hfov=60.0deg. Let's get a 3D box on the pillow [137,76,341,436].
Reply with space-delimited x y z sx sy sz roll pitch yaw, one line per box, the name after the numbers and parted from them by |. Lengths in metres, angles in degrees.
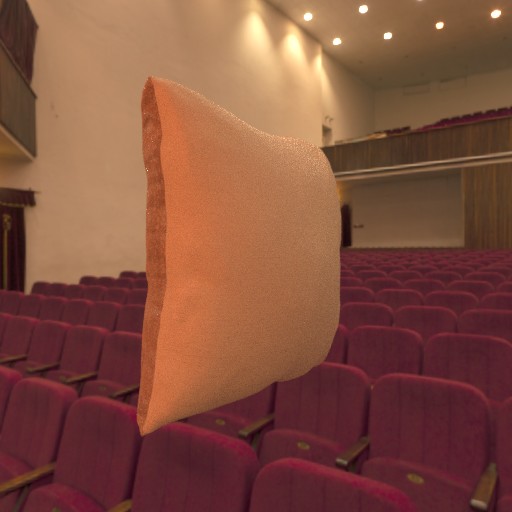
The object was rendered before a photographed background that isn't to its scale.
0.000 0.000 0.720 0.245 0.448 0.450 0 1 37 | pillow
